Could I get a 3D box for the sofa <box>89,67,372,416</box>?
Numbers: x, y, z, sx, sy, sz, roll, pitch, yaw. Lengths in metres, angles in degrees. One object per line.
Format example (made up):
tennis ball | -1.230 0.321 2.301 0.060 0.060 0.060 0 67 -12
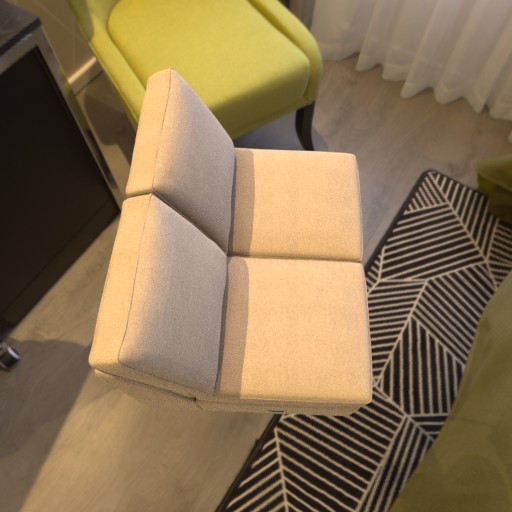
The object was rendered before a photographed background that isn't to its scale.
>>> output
sofa | 0.000 0.000 1.958 0.978 1.006 1.232 2 64 1
